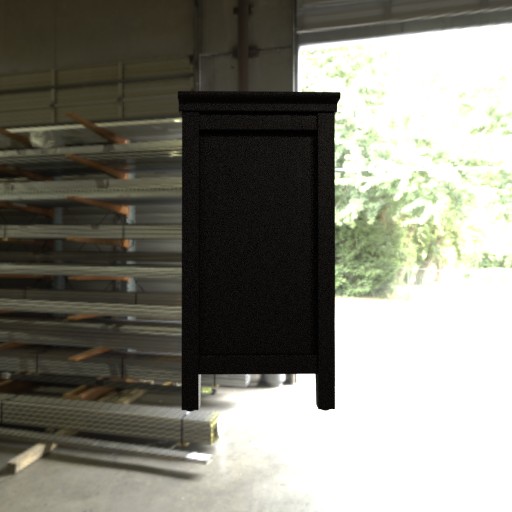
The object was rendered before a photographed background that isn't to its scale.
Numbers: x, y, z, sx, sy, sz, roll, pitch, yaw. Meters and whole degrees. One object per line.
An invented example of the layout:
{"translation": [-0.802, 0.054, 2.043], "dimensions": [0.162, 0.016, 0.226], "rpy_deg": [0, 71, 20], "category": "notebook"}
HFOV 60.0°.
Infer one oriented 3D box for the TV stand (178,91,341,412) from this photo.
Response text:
{"translation": [0.000, 0.000, 1.527], "dimensions": [0.347, 0.681, 1.198], "rpy_deg": [0, -1, -1], "category": "TV stand"}
